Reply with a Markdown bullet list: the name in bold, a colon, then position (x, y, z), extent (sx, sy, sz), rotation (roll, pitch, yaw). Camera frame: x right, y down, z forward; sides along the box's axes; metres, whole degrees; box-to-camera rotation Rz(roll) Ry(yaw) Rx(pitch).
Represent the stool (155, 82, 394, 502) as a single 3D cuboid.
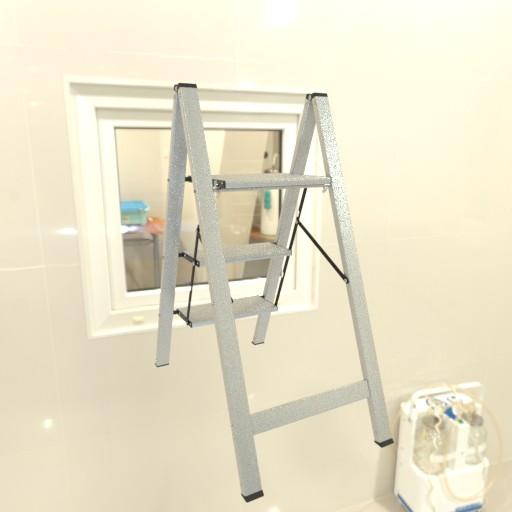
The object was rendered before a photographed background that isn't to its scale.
- **stool**: position (0.000, 0.000, 1.271), extent (0.441, 0.902, 0.730), rotation (-7, 15, -27)
